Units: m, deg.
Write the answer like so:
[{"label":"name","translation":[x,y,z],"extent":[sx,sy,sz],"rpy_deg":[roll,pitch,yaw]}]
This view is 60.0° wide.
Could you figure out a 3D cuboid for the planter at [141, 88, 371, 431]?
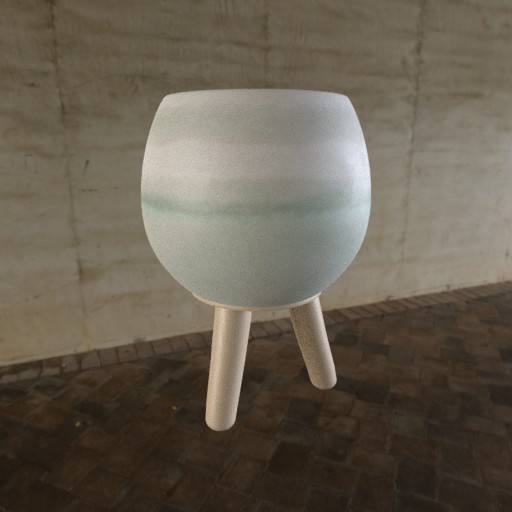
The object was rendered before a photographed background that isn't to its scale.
[{"label":"planter","translation":[0.000,0.000,0.332],"extent":[0.161,0.224,0.161],"rpy_deg":[0,15,0]}]
